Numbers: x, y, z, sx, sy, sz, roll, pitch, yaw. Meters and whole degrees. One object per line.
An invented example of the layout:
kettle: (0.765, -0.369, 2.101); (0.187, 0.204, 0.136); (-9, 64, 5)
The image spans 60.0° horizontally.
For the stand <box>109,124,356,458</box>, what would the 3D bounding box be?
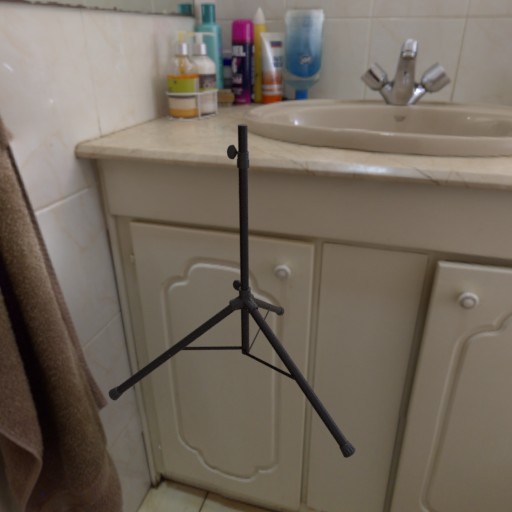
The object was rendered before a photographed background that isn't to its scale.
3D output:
stand: (0.000, 0.000, 1.890); (1.045, 1.136, 0.907); (8, 27, 17)
